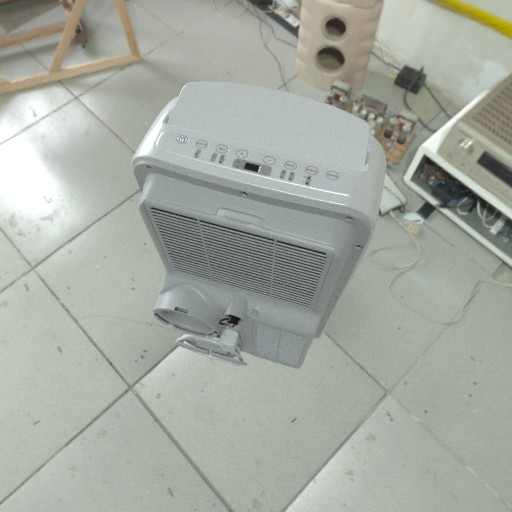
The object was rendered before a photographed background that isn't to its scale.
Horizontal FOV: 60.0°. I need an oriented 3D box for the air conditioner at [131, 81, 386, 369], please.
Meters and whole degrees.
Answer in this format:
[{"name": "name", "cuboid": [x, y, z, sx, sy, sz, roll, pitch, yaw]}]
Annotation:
[{"name": "air conditioner", "cuboid": [0.000, 0.000, 1.077, 0.449, 0.786, 0.414, 15, 66, 7]}]
